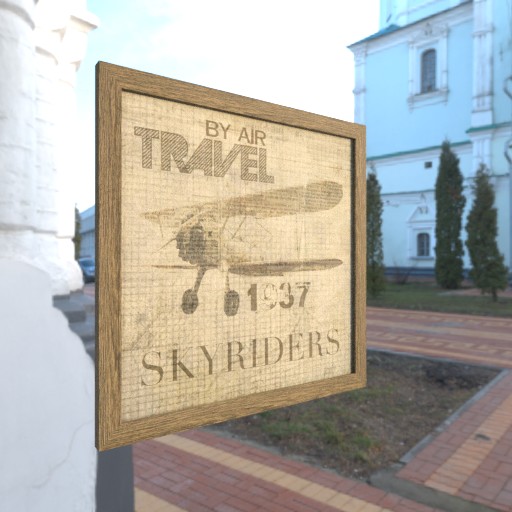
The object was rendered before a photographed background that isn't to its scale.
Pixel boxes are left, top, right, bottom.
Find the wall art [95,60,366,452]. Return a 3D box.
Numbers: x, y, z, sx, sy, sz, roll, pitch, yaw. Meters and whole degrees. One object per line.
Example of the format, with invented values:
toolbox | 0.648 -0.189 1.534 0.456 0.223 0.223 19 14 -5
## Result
wall art | 0.000 0.000 0.726 0.508 0.508 0.019 0 0 -35
